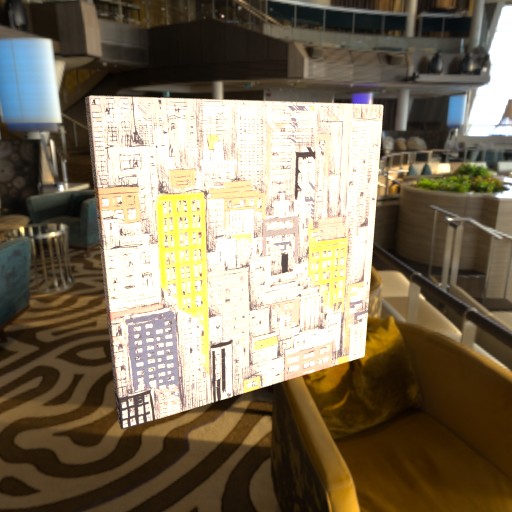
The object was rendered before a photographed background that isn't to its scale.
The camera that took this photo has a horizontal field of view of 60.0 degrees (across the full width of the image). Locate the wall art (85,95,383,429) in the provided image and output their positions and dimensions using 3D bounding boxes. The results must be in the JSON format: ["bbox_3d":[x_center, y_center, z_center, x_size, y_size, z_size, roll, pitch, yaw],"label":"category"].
[{"bbox_3d":[0.000,0.000,0.921,0.607,0.608,0.038,-8,18,-27],"label":"wall art"}]
